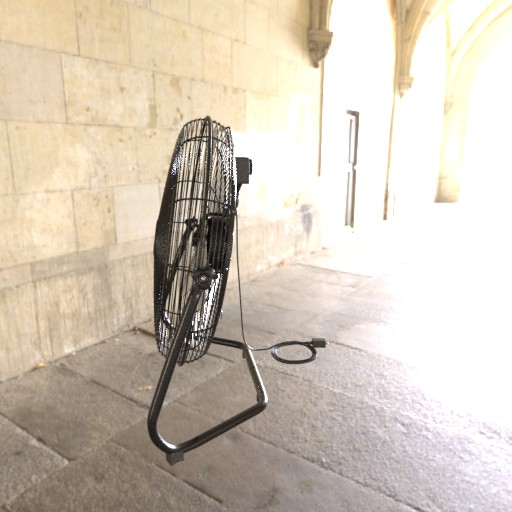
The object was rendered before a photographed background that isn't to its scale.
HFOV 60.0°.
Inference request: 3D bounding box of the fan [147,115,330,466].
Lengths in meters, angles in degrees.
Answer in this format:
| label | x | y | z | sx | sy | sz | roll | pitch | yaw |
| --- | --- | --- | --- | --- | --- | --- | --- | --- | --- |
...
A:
| label | x | y | z | sx | sy | sz | roll | pitch | yaw |
| --- | --- | --- | --- | --- | --- | --- | --- | --- | --- |
| fan | 0.000 | 0.000 | 1.005 | 0.470 | 0.605 | 0.595 | -2 | 14 | -10 |
